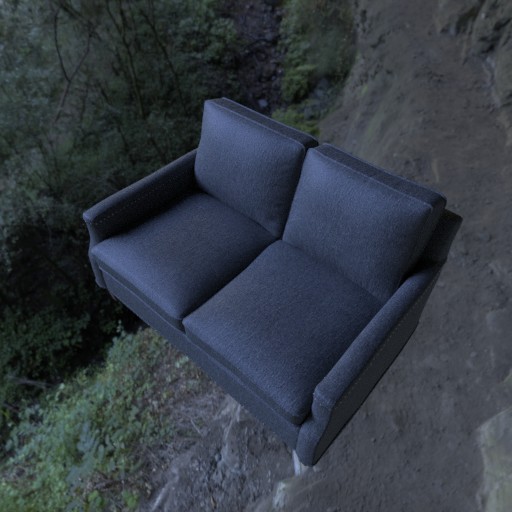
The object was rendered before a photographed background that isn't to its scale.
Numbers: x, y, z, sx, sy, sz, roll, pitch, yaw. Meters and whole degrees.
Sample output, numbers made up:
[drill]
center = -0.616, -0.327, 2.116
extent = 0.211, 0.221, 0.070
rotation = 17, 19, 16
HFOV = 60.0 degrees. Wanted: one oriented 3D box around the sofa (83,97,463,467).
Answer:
[sofa]
center = 0.000, 0.000, 2.268
extent = 1.597, 1.003, 1.084
rotation = 33, 55, 27
